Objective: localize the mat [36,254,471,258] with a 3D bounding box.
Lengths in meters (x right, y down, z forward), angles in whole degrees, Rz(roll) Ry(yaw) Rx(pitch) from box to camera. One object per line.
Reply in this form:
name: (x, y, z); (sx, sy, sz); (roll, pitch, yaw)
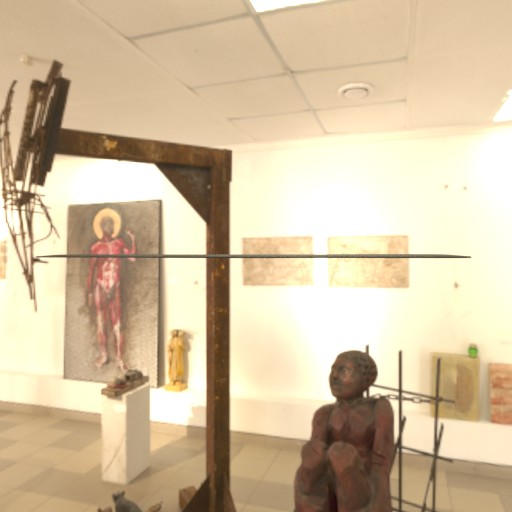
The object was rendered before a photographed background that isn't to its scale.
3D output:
mat: (0.000, 0.000, 1.826); (1.524, 0.013, 0.918); (0, 0, 18)
